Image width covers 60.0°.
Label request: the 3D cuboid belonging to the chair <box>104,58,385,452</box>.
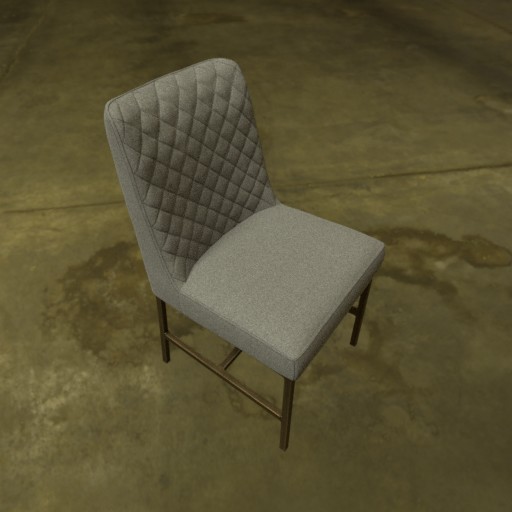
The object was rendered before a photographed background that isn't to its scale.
[{"bbox_3d":[0.000,0.000,1.254,0.587,0.889,0.508,25,47,26],"label":"chair"}]
